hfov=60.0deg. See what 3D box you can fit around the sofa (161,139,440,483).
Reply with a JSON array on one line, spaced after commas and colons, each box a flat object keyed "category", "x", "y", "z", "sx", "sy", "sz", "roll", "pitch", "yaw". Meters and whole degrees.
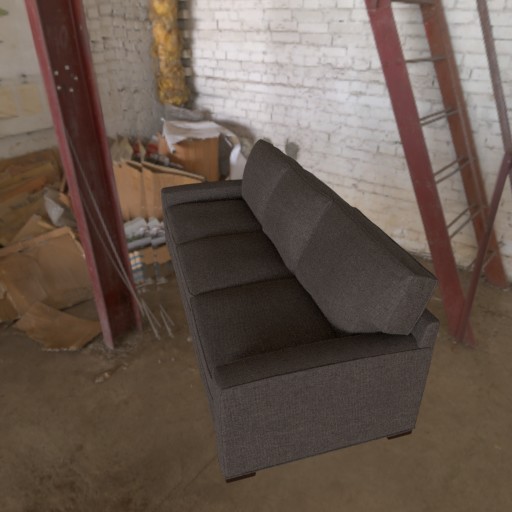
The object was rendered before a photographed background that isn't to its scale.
[{"category": "sofa", "x": 0.000, "y": 0.000, "z": 2.886, "sx": 1.004, "sy": 0.978, "sz": 2.369, "roll": -8, "pitch": 30, "yaw": -14}]
